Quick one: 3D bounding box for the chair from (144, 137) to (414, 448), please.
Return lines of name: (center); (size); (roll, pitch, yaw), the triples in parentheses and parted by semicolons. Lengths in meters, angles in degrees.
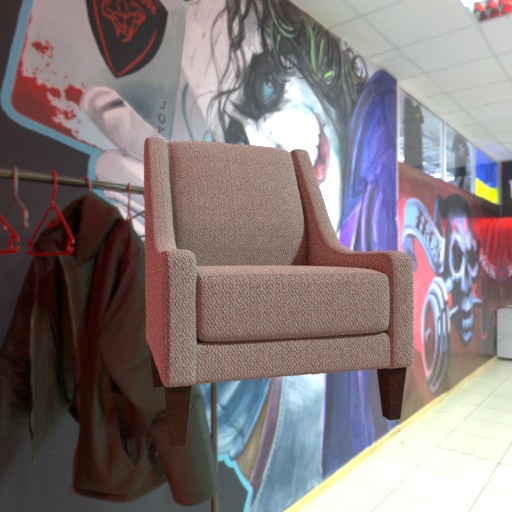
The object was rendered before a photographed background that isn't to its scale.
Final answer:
chair: (0.000, 0.000, 1.627); (0.774, 1.014, 0.870); (0, -1, -17)
